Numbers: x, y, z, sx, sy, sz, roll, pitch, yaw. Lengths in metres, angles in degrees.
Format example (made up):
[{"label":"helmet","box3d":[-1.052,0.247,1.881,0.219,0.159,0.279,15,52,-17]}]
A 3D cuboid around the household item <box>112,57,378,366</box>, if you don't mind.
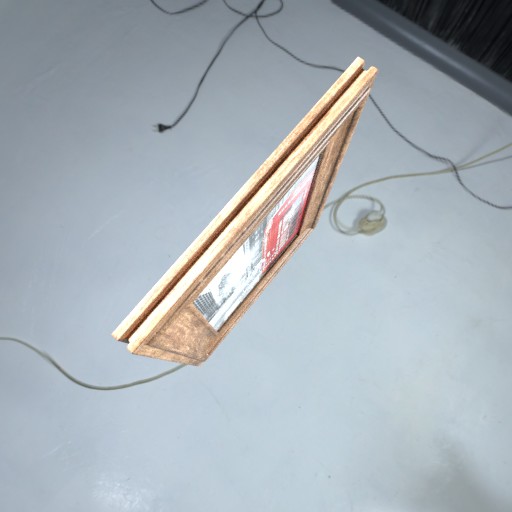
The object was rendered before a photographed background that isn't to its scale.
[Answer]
[{"label":"household item","box3d":[0.000,0.000,0.326,0.018,0.237,0.186,38,78,10]}]
